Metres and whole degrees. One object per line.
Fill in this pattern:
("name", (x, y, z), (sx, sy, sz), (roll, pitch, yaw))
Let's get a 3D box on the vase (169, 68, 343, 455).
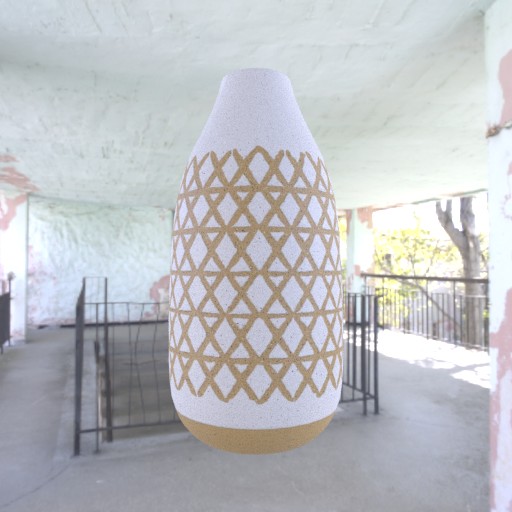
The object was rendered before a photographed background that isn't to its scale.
("vase", (0.000, 0.000, 0.482), (0.186, 0.380, 0.186), (0, -1, 0))
